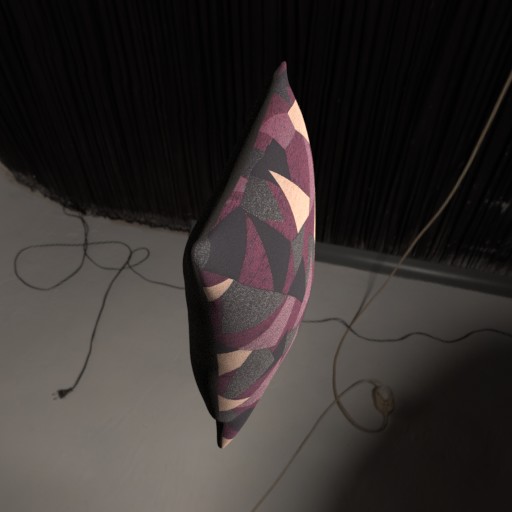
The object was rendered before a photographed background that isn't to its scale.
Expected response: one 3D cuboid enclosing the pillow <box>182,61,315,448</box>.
[{"bbox_3d":[0.000,0.000,0.782,0.208,0.496,0.503,10,47,9],"label":"pillow"}]
